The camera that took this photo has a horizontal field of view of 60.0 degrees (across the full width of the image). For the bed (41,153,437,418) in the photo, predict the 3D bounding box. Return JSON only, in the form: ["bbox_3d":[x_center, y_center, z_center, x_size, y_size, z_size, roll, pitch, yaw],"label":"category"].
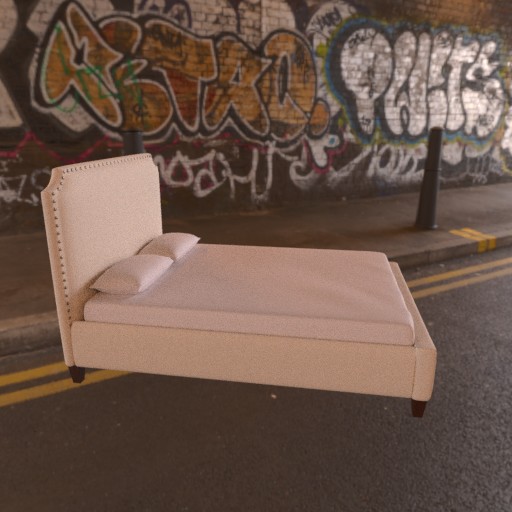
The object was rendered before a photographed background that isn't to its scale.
[{"bbox_3d":[0.000,0.000,3.410,2.372,1.443,1.712,3,17,9],"label":"bed"}]
